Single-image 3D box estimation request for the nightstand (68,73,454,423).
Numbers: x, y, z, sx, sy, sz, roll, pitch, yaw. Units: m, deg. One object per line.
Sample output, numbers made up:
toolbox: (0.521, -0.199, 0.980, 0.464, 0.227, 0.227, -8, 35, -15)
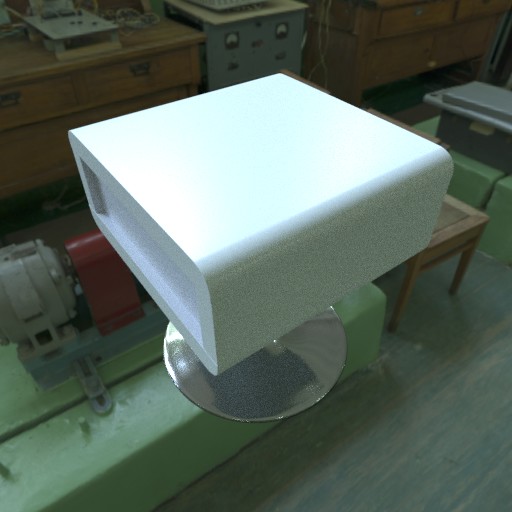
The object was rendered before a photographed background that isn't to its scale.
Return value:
nightstand: (0.000, 0.000, 0.768, 0.404, 0.447, 0.399, -26, 48, -26)
